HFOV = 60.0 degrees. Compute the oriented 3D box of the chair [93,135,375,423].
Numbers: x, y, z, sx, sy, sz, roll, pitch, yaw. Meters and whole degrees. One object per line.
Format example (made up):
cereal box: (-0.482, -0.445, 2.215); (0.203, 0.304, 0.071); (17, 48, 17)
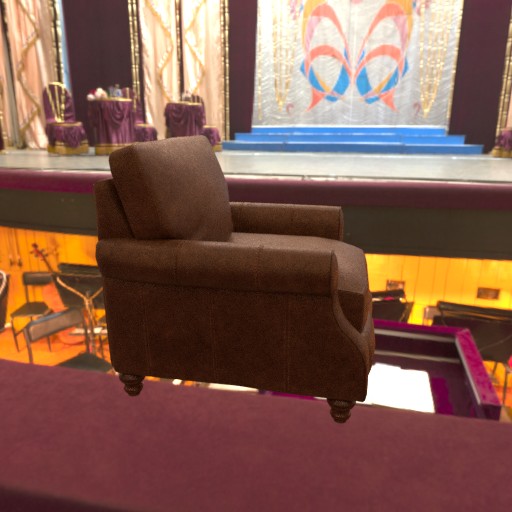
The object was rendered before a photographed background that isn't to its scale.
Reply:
chair: (0.000, 0.000, 1.868); (1.002, 0.976, 0.996); (3, 16, 11)
